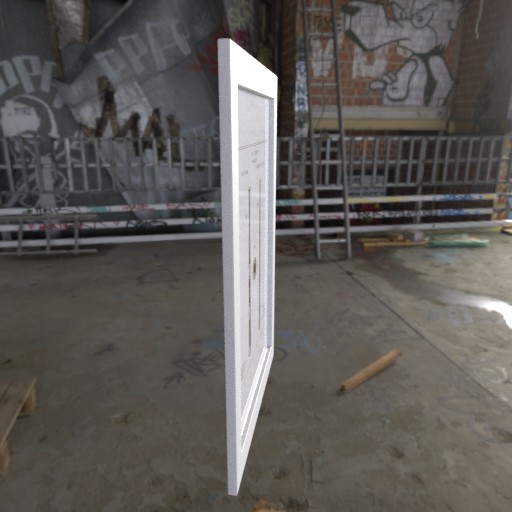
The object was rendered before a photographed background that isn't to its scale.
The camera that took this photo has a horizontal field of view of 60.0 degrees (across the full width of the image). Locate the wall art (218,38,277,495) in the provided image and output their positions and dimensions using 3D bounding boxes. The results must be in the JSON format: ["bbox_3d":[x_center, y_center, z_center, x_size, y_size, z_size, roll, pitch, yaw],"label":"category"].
[{"bbox_3d":[0.000,0.000,0.599,0.011,0.482,0.329,3,17,9],"label":"wall art"}]
